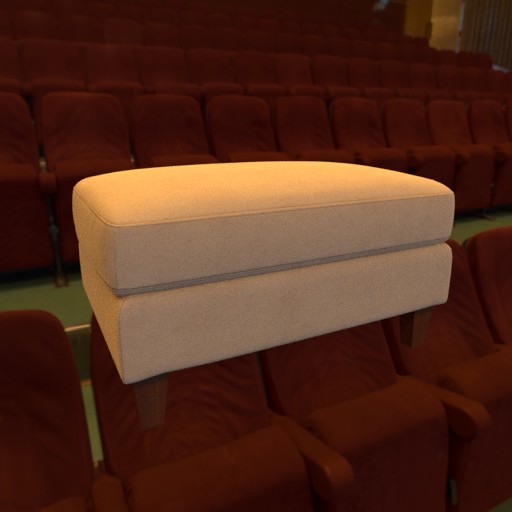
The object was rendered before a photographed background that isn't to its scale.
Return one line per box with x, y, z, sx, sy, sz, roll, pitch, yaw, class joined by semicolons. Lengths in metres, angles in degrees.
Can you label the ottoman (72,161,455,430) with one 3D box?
0.000;0.000;1.196;0.864;0.483;0.584;-8;19;-26;ottoman
